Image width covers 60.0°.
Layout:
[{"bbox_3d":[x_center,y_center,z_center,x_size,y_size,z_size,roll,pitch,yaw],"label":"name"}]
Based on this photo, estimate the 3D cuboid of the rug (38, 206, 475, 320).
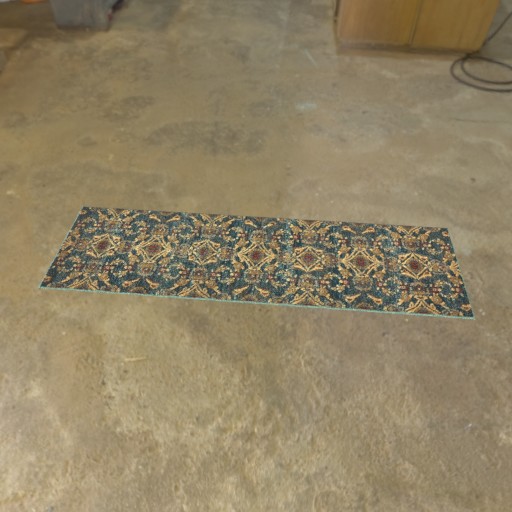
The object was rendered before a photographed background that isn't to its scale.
[{"bbox_3d":[0.000,0.000,2.544,2.292,0.014,0.685,4,47,3],"label":"rug"}]
